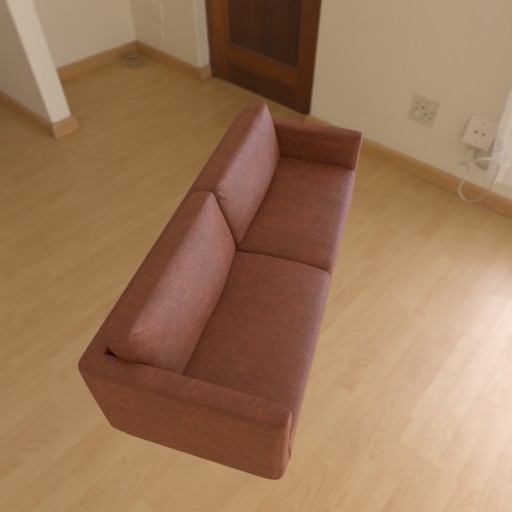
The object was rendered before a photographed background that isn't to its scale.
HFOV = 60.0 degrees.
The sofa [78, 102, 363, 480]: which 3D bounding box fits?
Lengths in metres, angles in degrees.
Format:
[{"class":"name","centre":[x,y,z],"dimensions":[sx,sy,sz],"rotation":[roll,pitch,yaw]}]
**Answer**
[{"class":"sofa","centre":[0.000,0.000,2.683],"dimensions":[0.950,0.932,2.204],"rotation":[12,48,11]}]
